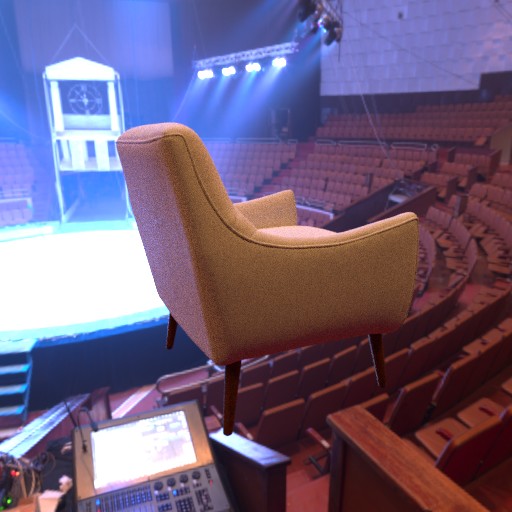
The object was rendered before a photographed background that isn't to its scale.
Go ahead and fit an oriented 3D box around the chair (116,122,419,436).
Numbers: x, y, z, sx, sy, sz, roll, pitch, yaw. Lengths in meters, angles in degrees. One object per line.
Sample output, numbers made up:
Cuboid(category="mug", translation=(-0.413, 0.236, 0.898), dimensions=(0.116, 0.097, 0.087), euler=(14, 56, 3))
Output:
Cuboid(category="chair", translation=(0.000, 0.000, 1.489), dimensions=(0.787, 0.838, 0.762), euler=(-7, 16, -26))
